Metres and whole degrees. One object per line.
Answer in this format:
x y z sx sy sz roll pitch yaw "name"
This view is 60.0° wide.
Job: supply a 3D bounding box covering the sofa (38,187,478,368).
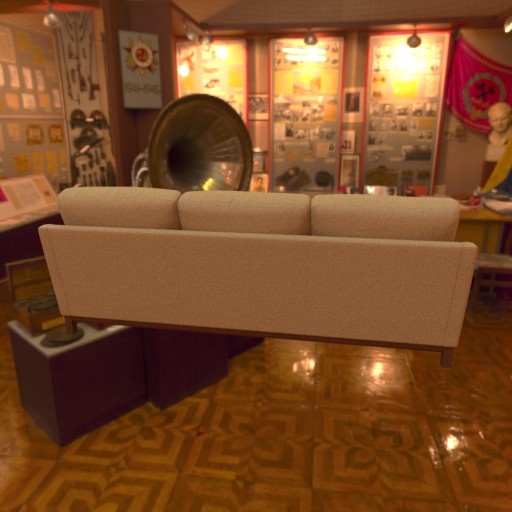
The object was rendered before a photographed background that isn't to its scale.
0.000 0.000 2.800 2.321 0.913 1.000 3 17 10 "sofa"
